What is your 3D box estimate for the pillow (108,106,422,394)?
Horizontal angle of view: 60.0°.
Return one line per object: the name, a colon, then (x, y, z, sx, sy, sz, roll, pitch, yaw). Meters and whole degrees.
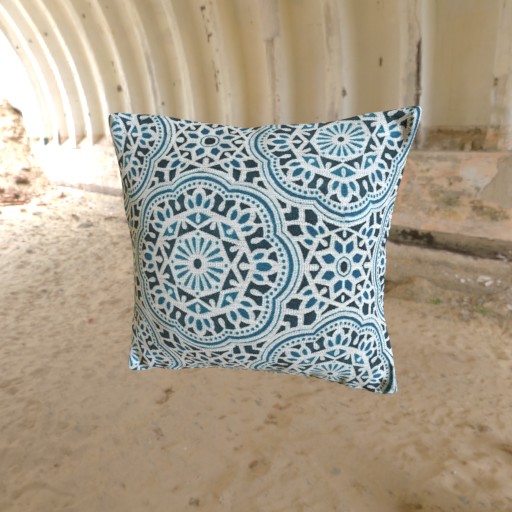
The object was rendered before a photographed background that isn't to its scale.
pillow: (0.000, 0.000, 0.662, 0.440, 0.420, 0.145, 3, 15, 10)
